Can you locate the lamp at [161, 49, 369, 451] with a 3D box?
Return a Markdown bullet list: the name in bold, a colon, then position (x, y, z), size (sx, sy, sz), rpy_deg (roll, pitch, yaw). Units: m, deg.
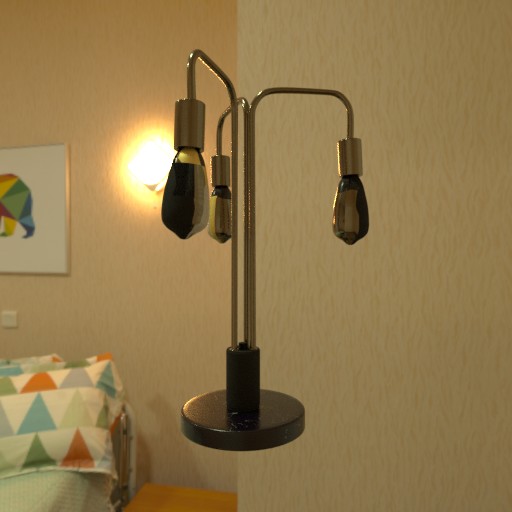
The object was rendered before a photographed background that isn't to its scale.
- **lamp**: position (0.000, 0.000, 0.762), size (0.355, 0.560, 0.368), rpy_deg (0, 1, -19)
